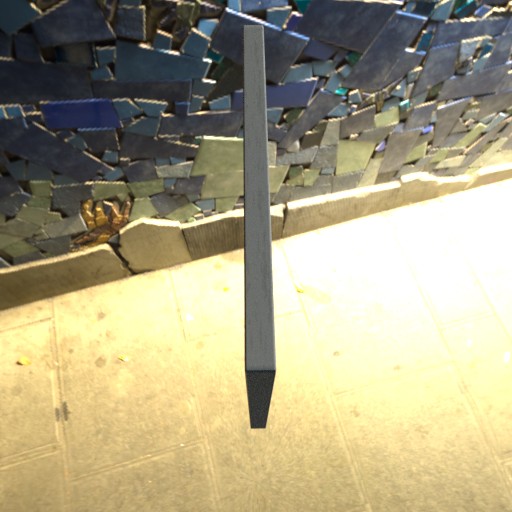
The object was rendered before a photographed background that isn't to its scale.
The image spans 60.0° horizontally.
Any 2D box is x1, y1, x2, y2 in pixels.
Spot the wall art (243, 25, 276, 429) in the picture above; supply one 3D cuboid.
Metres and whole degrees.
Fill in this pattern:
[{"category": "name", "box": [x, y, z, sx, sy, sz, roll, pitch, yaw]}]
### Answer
[{"category": "wall art", "box": [0.000, 0.000, 1.939, 0.078, 1.288, 1.287, -1, 63, 0]}]
